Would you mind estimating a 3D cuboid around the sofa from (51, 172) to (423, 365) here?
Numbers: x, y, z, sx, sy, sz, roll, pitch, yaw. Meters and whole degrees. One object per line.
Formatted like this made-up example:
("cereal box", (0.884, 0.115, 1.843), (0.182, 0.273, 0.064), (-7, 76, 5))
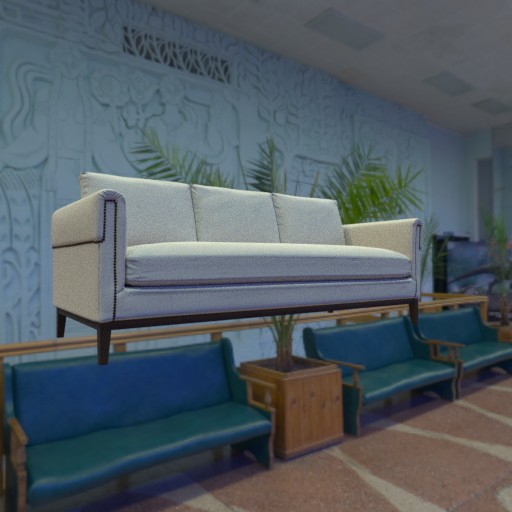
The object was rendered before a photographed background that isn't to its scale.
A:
("sofa", (0.000, 0.000, 2.737), (2.198, 0.911, 0.902), (1, -1, -35))
